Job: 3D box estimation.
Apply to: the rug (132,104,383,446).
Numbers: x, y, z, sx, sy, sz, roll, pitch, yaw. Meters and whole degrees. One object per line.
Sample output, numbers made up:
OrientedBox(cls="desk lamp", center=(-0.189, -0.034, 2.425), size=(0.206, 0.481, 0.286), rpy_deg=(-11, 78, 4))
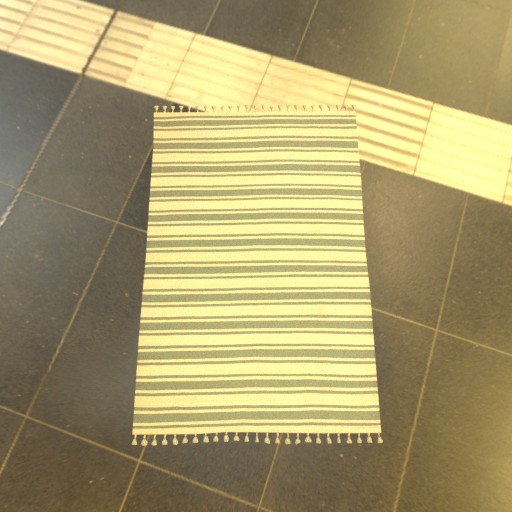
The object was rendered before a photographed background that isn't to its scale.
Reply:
OrientedBox(cls="rug", center=(0.000, 0.000, 3.050), size=(1.539, 0.011, 2.410), rpy_deg=(0, 74, 0))
